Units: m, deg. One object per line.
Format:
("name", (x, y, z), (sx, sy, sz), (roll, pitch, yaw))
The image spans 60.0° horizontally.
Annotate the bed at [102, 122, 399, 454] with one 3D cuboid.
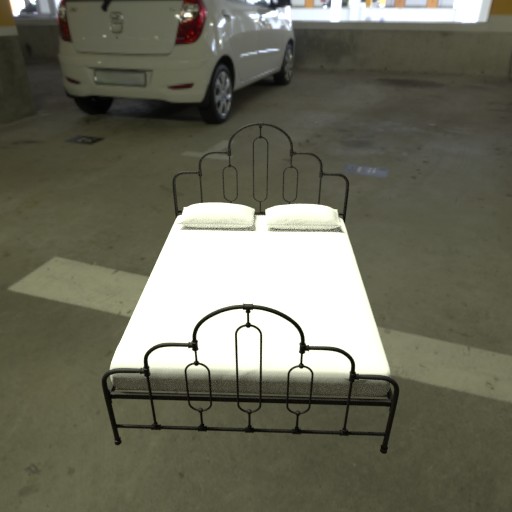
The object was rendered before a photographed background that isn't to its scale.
("bed", (0.000, 0.000, 3.230), (1.640, 1.429, 2.163), (1, 30, 2))
